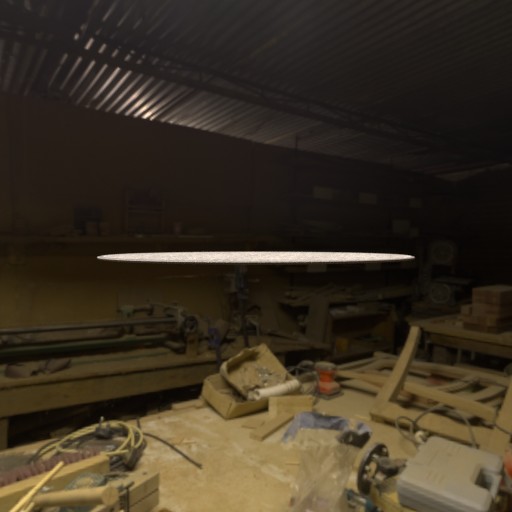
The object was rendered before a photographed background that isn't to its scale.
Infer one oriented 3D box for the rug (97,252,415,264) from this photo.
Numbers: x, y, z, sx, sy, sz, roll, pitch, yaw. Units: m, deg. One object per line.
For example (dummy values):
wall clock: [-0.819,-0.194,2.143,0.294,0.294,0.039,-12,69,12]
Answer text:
rug: [0.000,0.000,2.357,1.593,0.012,1.593,0,2,0]
